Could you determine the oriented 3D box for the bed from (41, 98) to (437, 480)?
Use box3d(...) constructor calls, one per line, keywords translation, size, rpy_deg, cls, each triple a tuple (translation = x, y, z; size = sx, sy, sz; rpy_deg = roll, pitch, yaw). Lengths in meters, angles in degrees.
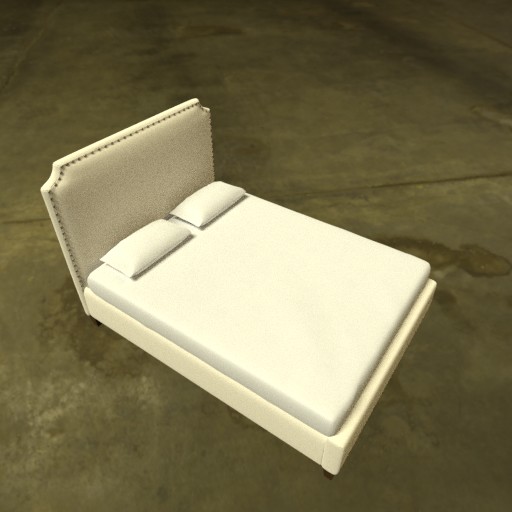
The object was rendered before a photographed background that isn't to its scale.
box3d(translation=(0.000, 0.000, 3.347), size=(2.372, 1.497, 1.712), rpy_deg=(24, 45, 26), cls="bed")
